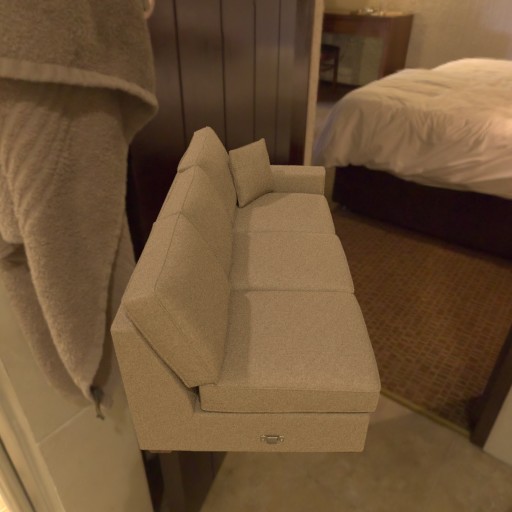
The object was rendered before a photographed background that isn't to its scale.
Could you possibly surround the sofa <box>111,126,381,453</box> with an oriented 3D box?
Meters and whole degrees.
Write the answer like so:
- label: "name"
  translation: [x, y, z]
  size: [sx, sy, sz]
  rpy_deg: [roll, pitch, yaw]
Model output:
- label: "sofa"
  translation: [0.000, 0.000, 2.538]
  size: [1.034, 0.946, 1.963]
  rpy_deg: [0, 32, 1]
